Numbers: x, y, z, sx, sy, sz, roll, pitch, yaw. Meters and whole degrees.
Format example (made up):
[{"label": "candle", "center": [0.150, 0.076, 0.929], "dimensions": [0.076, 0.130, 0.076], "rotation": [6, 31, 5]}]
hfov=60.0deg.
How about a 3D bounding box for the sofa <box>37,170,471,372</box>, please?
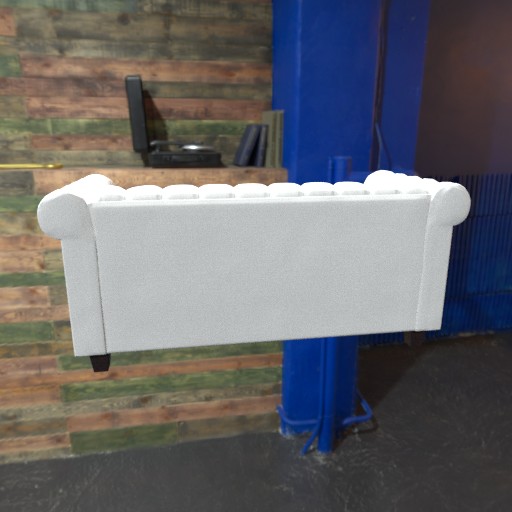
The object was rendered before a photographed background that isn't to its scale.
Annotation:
[{"label": "sofa", "center": [0.000, 0.000, 2.247], "dimensions": [1.798, 0.796, 0.771], "rotation": [-2, 16, -9]}]
